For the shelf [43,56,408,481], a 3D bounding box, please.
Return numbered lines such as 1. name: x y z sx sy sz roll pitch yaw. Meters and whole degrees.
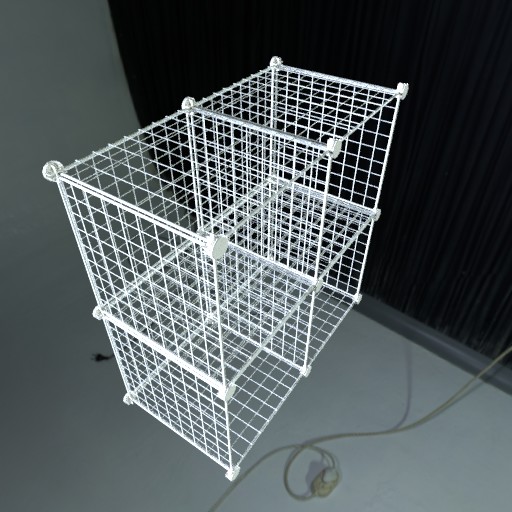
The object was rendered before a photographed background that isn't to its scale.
1. shelf: 0.000 0.000 1.092 0.356 0.711 0.711 24 46 26
